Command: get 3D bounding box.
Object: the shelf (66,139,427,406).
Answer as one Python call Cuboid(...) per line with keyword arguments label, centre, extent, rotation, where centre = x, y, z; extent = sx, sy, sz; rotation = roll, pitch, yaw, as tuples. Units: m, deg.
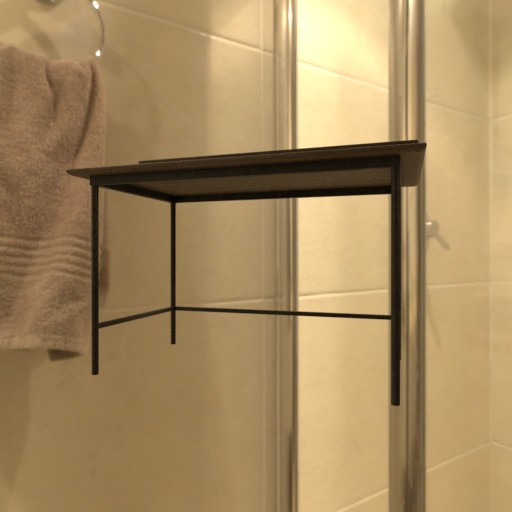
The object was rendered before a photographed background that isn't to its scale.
Cuboid(label="shelf", centre=(0.000, 0.000, 1.731), extent=(1.212, 0.865, 0.685), rotation=(0, 0, 18))
